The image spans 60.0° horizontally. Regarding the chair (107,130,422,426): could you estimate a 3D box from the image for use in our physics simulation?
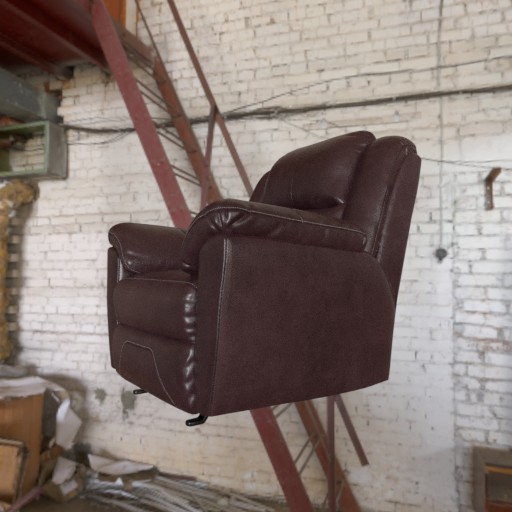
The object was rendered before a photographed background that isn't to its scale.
[{"bbox_3d":[0.000,0.000,1.861,1.041,1.093,0.990,1,-2,-37],"label":"chair"}]
